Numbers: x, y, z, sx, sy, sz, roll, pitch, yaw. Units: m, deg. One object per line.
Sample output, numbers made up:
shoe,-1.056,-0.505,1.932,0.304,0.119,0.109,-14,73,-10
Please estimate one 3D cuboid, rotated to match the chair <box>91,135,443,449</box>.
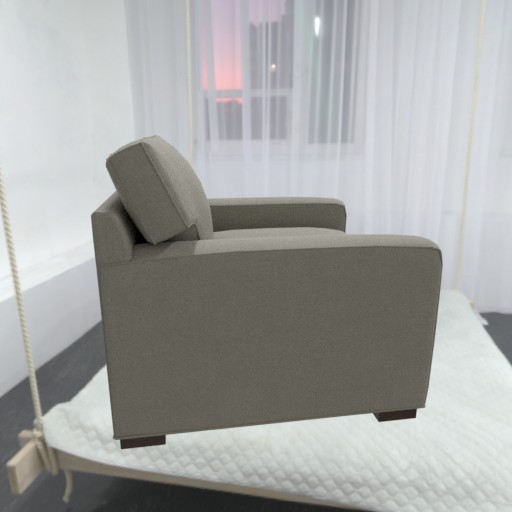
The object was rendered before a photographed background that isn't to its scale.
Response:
chair,0.000,0.000,1.779,1.044,0.934,0.999,-3,16,-9
